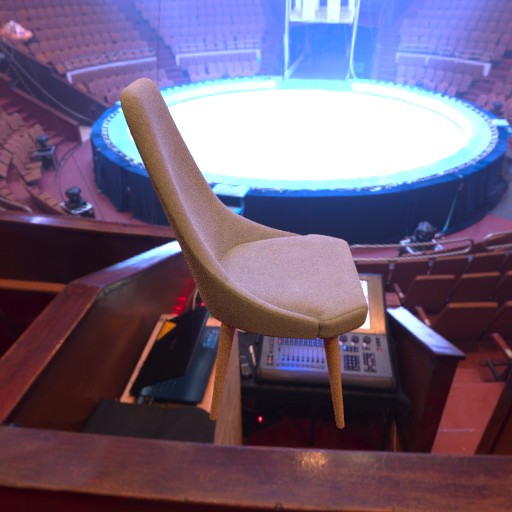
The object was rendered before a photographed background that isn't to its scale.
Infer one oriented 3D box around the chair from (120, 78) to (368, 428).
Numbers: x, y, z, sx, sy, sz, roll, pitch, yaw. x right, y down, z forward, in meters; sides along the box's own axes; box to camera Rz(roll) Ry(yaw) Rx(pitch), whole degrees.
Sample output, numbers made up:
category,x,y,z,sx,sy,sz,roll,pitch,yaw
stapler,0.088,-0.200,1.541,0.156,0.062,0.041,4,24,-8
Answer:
category,x,y,z,sx,sy,sz,roll,pitch,yaw
chair,0.000,0.000,1.409,0.660,1.040,0.510,0,31,1
